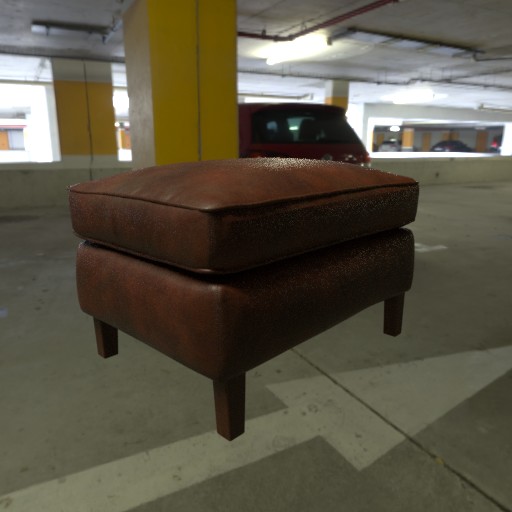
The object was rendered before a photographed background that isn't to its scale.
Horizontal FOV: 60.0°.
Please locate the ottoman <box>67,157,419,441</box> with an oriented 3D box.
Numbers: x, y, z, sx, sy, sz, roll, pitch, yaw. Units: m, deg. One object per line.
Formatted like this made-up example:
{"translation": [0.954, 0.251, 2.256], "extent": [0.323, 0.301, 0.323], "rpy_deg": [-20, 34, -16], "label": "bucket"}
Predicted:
{"translation": [0.000, 0.000, 1.004], "extent": [0.501, 0.432, 0.665], "rpy_deg": [13, 19, 42], "label": "ottoman"}
